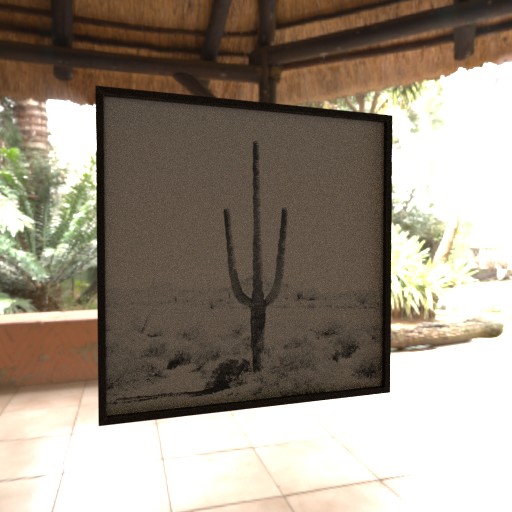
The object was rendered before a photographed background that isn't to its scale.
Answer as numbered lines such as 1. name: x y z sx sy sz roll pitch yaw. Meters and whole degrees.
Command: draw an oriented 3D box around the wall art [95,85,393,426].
1. wall art: 0.000 0.000 0.754 0.508 0.508 0.038 0 2 -17
